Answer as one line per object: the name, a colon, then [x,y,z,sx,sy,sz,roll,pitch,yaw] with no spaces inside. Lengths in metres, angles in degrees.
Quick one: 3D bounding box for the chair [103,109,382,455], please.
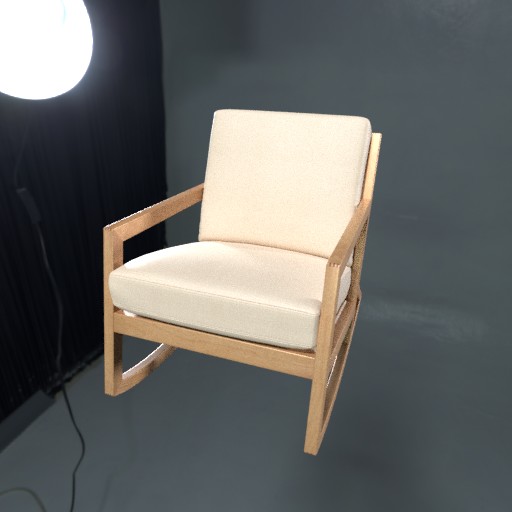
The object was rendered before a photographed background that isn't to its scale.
chair: [0.000,0.000,1.416,0.622,0.790,0.857,9,28,18]
